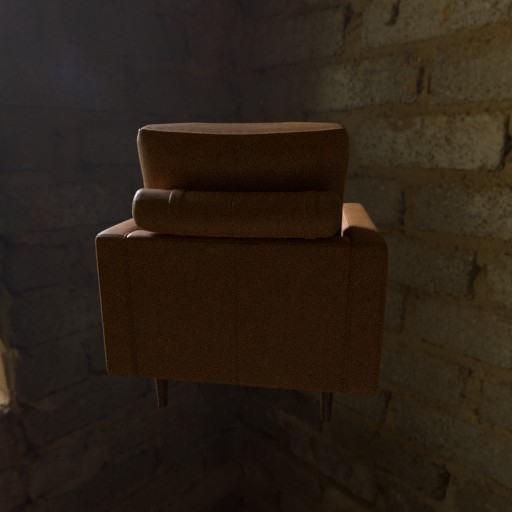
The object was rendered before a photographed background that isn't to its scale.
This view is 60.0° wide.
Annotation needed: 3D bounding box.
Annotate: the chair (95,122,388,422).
[{"bbox_3d":[0.000,0.000,1.590,0.831,0.896,0.868,2,14,8],"label":"chair"}]
